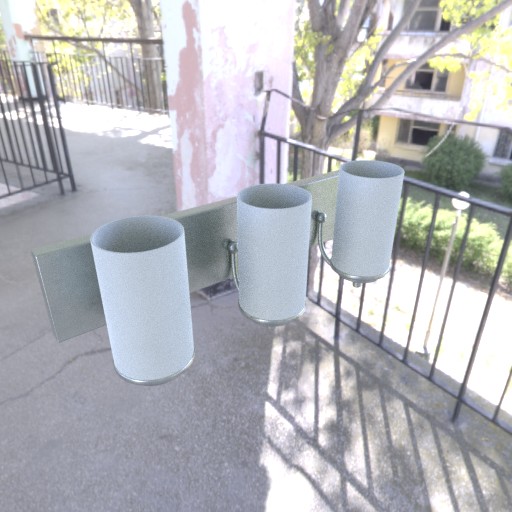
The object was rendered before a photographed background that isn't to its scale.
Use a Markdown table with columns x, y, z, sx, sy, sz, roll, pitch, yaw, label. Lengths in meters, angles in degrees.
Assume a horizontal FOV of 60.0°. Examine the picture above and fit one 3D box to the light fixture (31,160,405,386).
| x | y | z | sx | sy | sz | roll | pitch | yaw | label |
| --- | --- | --- | --- | --- | --- | --- | --- | --- | --- |
| 0.000 | 0.000 | 0.532 | 0.451 | 0.172 | 0.145 | -20 | 34 | -33 | light fixture |
